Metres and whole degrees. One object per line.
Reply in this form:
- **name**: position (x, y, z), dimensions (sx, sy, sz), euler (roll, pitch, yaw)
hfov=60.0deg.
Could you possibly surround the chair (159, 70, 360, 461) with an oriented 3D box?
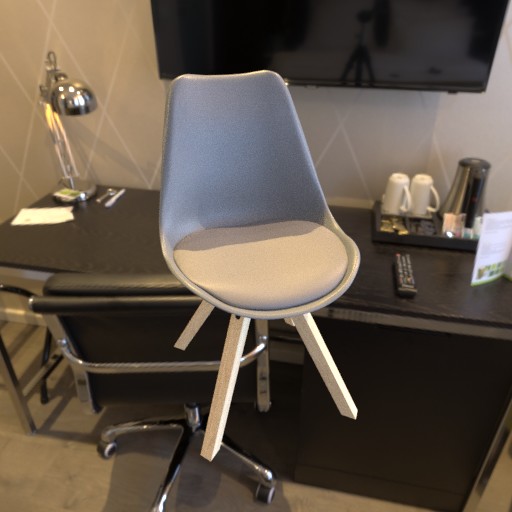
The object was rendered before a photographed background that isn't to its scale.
- **chair**: position (0.000, 0.000, 1.186), dimensions (0.485, 0.850, 0.550), euler (-9, 32, -16)
